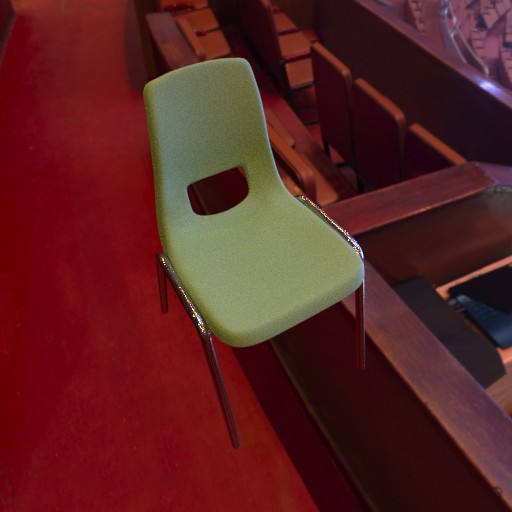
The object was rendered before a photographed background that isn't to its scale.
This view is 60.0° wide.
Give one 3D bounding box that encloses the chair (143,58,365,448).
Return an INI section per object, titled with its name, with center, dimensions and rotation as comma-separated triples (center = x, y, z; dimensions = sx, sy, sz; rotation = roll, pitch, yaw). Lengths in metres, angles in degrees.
[chair]
center = 0.000, 0.000, 0.928
dimensions = 0.381, 0.653, 0.436
rotation = -25, 52, -21
